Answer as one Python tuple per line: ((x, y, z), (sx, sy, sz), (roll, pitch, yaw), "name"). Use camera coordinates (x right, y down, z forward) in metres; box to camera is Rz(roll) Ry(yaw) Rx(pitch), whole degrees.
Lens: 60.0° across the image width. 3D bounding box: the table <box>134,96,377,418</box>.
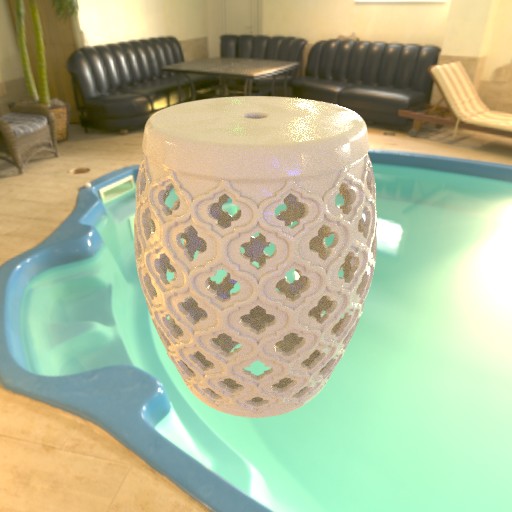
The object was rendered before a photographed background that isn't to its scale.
((0.000, 0.000, 0.627), (0.325, 0.388, 0.325), (0, 30, 0), "table")
